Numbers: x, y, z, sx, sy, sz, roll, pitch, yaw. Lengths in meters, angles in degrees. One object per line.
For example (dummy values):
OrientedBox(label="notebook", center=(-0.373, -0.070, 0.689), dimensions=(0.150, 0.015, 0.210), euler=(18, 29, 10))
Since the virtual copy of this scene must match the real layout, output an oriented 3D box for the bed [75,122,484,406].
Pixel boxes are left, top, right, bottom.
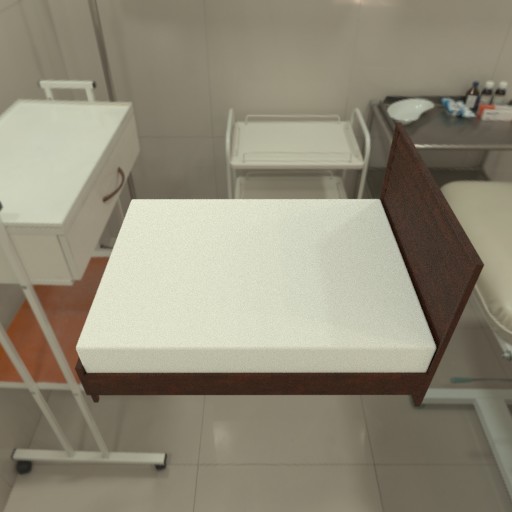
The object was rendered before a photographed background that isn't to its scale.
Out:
OrientedBox(label="bed", center=(0.000, 0.000, 3.141), dimensions=(2.184, 1.270, 1.600), euler=(0, 41, 0))
